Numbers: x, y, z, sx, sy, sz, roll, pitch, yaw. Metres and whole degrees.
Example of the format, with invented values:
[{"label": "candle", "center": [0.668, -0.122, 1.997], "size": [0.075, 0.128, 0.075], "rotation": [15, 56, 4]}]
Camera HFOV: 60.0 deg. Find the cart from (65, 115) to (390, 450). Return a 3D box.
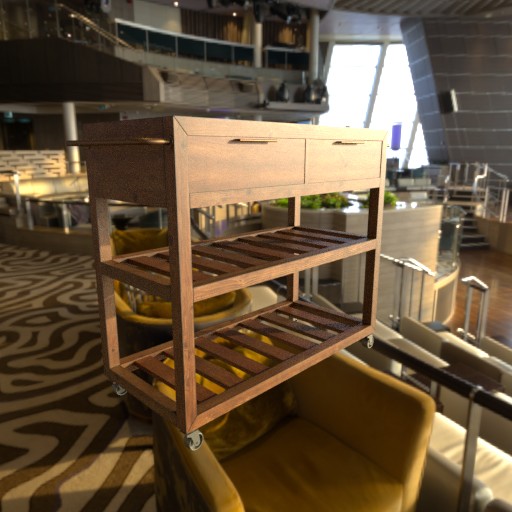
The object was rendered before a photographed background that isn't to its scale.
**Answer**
[{"label": "cart", "center": [0.000, 0.000, 1.485], "size": [0.445, 0.830, 1.065], "rotation": [13, 18, 43]}]
